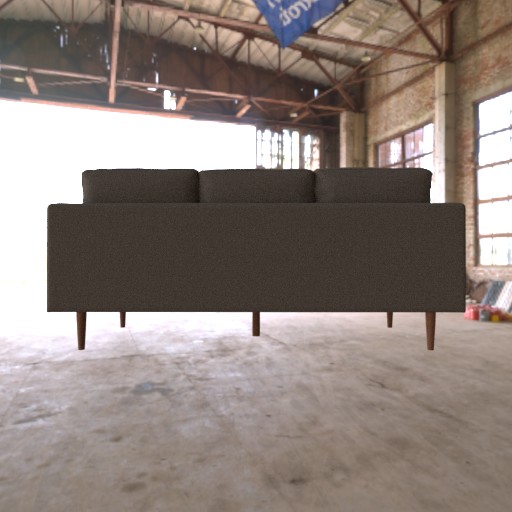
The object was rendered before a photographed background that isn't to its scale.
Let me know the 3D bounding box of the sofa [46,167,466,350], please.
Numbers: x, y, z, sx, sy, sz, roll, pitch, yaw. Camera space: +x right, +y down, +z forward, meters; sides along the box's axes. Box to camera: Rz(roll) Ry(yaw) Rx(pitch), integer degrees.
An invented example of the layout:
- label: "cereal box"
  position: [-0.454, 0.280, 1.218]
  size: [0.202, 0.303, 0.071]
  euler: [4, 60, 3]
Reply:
- label: "sofa"
  position: [0.000, 0.000, 2.517]
  size: [2.029, 0.912, 0.802]
  euler: [0, 0, 0]
